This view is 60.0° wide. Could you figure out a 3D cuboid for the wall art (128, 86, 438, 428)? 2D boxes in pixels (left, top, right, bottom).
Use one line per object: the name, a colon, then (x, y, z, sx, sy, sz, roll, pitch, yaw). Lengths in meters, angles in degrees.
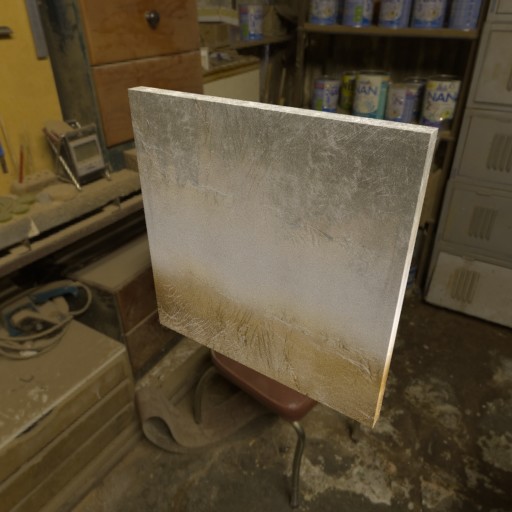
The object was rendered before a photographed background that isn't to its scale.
wall art: (0.000, 0.000, 0.926, 0.610, 0.610, 0.038, 19, 35, 29)
